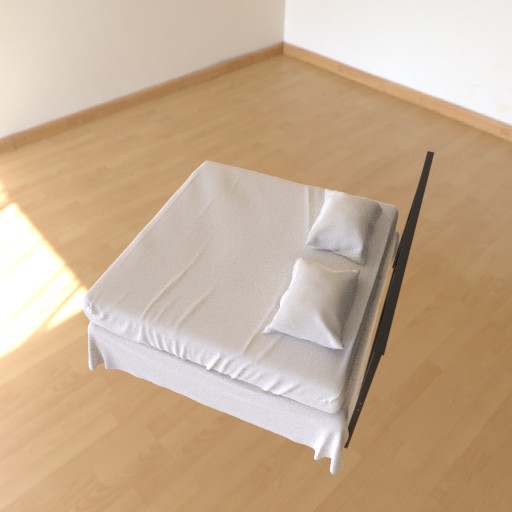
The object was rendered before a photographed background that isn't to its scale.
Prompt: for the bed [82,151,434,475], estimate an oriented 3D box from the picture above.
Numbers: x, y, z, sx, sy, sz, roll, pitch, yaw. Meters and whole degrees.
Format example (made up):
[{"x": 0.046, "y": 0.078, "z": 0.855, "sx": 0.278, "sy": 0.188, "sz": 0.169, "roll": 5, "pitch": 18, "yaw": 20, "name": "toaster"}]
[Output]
[{"x": 0.000, "y": 0.000, "z": 3.585, "sx": 2.219, "sy": 1.271, "sz": 2.315, "roll": 17, "pitch": 48, "yaw": 16, "name": "bed"}]
